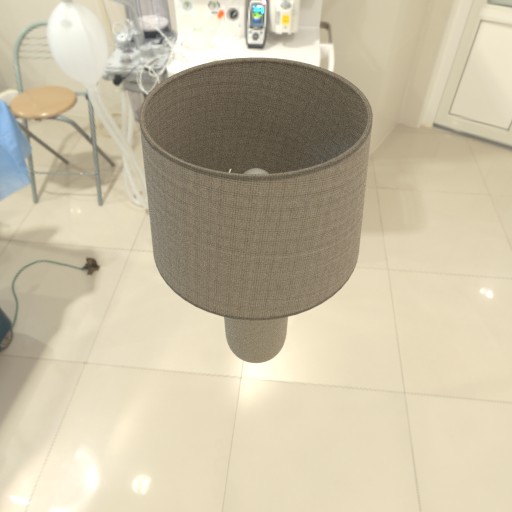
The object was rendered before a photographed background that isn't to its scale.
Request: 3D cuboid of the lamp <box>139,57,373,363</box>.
[{"bbox_3d":[0.000,0.000,0.837,0.367,0.609,0.367,0,47,0],"label":"lamp"}]
